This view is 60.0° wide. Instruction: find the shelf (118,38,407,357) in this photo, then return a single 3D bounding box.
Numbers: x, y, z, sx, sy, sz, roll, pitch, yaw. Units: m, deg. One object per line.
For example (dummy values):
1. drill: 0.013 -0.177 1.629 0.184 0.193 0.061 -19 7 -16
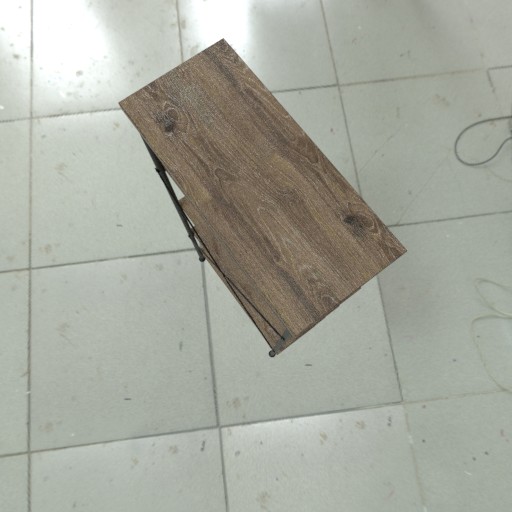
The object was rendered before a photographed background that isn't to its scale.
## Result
1. shelf: 0.000 0.000 1.996 0.360 1.700 0.800 -36 78 -9
